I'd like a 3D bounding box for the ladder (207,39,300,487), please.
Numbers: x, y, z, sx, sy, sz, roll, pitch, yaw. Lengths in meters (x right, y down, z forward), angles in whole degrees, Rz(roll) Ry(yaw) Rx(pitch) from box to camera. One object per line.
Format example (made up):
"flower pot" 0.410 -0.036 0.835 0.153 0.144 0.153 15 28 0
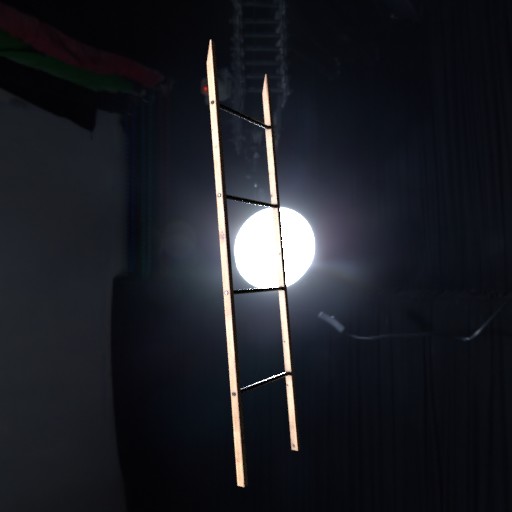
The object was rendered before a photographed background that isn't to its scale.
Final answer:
"ladder" 0.000 0.000 1.968 0.200 1.805 0.442 -1 -1 35
